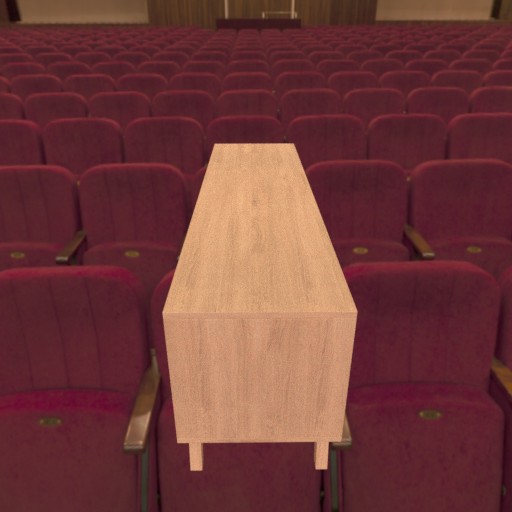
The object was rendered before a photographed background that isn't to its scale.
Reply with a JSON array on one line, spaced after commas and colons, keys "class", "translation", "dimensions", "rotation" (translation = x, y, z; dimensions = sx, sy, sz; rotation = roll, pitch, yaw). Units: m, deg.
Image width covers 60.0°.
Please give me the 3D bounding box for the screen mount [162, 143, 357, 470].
[{"class": "screen mount", "translation": [0.000, 0.000, 1.691], "dimensions": [0.400, 0.510, 1.500], "rotation": [0, 27, -1]}]
